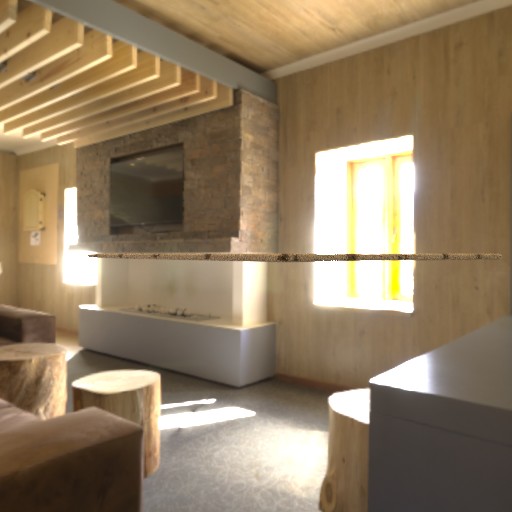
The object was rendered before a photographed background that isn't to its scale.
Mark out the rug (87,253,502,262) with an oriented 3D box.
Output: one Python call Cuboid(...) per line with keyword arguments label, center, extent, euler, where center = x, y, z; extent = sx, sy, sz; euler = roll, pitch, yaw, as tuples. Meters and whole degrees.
Cuboid(label="rug", center=(0.000, 0.000, 2.928), extent=(1.524, 0.030, 2.438), euler=(0, 0, -36))
